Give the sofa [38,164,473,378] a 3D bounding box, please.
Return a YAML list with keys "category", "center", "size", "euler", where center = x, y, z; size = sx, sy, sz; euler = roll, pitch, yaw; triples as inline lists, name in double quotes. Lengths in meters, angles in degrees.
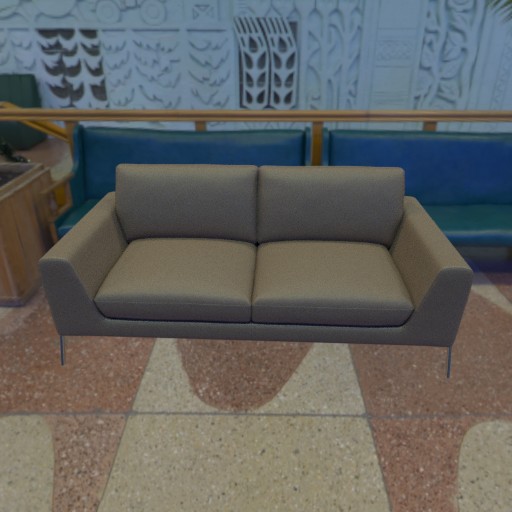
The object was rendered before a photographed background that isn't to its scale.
- category: "sofa"
  center: [0.000, 0.000, 2.500]
  size: [2.017, 0.875, 0.953]
  euler: [1, 27, 2]
